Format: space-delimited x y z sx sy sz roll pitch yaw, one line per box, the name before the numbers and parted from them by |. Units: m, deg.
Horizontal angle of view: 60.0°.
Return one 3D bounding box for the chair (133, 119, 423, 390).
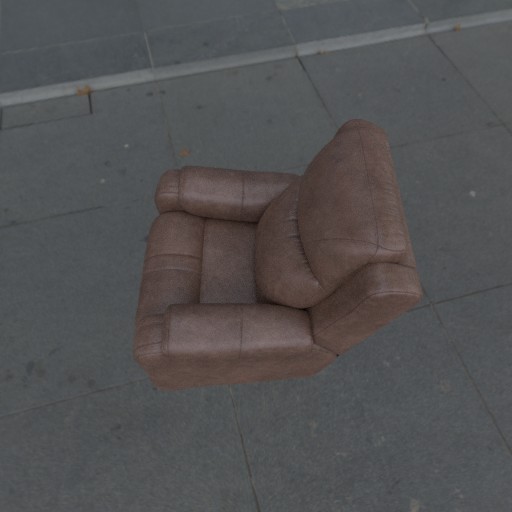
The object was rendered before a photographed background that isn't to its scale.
chair | 0.000 0.000 1.902 1.067 0.990 0.940 0 58 0
